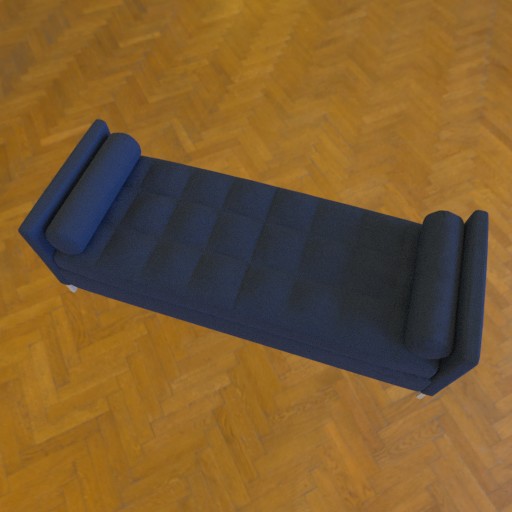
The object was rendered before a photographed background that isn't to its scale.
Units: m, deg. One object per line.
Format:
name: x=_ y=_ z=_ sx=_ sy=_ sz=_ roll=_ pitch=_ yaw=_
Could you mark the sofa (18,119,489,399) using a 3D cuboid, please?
sofa: x=0.000 y=0.000 z=2.345 sx=2.102 sy=0.657 sz=0.797 roll=15 pitch=61 yaw=9
